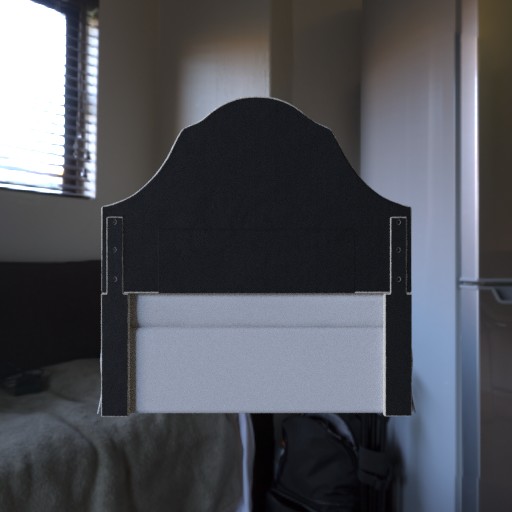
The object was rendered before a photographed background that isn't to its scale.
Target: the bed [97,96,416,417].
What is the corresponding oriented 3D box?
[{"bbox_3d":[0.000,0.000,3.213,1.627,1.575,2.092,0,0,0],"label":"bed"}]
